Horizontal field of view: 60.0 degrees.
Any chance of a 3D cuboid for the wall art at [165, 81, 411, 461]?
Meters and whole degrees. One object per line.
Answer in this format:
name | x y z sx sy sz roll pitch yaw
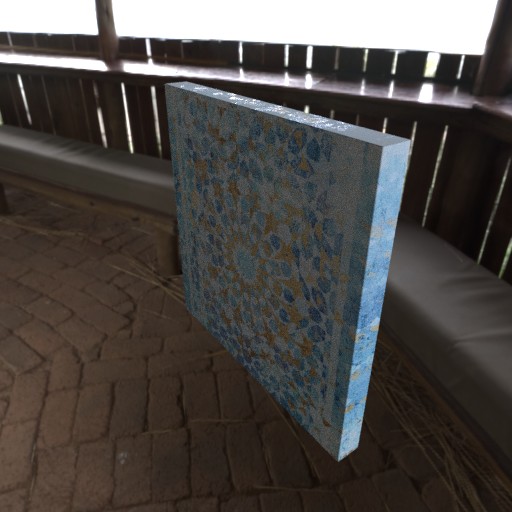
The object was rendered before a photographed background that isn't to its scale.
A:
wall art | 0.000 0.000 0.615 0.037 0.405 0.405 -20 35 -31
